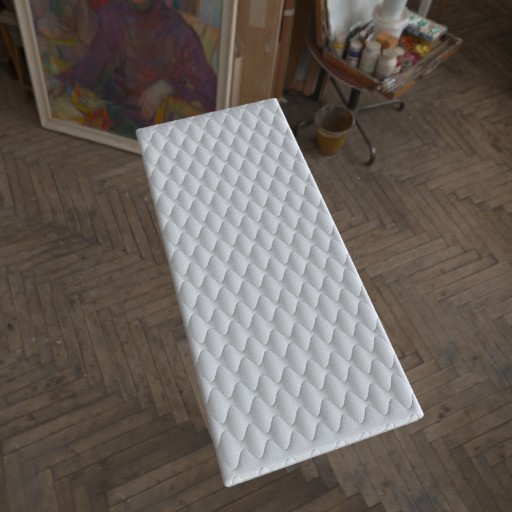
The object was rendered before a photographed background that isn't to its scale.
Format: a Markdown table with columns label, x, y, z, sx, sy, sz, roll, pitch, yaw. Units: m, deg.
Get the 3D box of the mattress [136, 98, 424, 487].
| label | x | y | z | sx | sy | sz | roll | pitch | yaw |
| --- | --- | --- | --- | --- | --- | --- | --- | --- | --- |
| mattress | 0.000 | 0.000 | 2.348 | 0.900 | 0.200 | 2.000 | -16 | 63 | -8 |
